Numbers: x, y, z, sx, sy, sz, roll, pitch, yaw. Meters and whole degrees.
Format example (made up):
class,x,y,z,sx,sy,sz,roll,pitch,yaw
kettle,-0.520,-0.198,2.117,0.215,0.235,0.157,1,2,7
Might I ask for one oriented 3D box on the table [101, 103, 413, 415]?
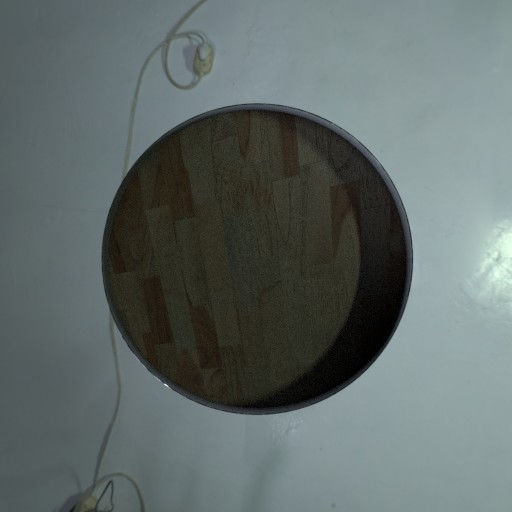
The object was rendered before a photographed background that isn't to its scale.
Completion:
class,x,y,z,sx,sy,sz,roll,pitch,yaw
table,0.000,0.000,0.920,0.406,0.686,0.406,0,91,0
